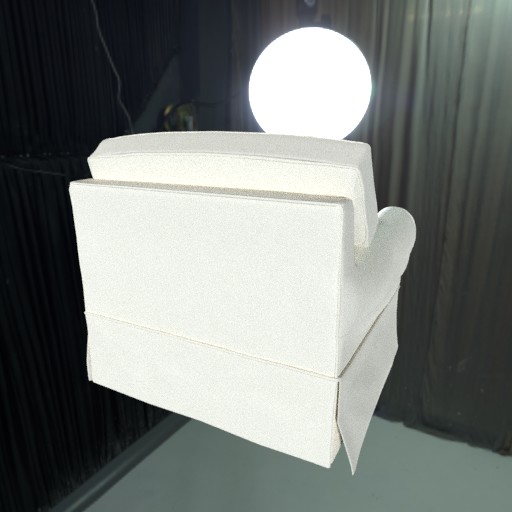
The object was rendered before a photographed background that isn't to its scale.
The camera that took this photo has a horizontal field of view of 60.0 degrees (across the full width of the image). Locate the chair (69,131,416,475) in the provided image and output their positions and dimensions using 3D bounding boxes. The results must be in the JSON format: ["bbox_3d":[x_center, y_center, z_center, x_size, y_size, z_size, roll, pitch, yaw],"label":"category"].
[{"bbox_3d":[0.000,0.000,1.757,1.099,0.958,0.904,9,18,27],"label":"chair"}]
